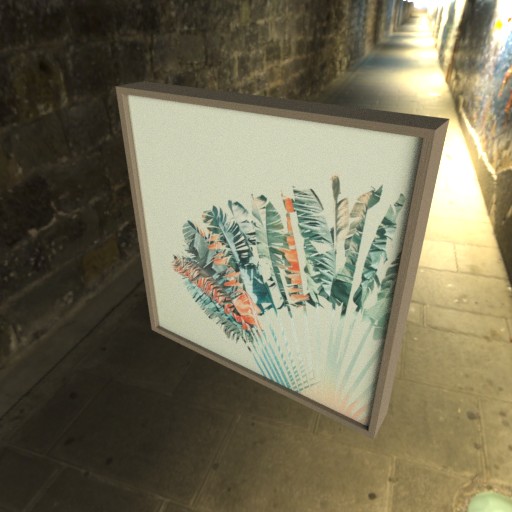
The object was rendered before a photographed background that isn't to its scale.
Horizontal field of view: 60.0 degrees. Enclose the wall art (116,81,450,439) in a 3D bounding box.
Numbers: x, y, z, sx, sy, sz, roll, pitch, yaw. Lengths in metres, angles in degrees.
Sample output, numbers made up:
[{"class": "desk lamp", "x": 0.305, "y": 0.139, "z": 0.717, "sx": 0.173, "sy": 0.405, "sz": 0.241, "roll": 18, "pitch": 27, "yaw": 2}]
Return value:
[{"class": "wall art", "x": 0.000, "y": 0.000, "z": 0.449, "sx": 0.304, "sy": 0.303, "sz": 0.038, "roll": 18, "pitch": 35, "yaw": 29}]
